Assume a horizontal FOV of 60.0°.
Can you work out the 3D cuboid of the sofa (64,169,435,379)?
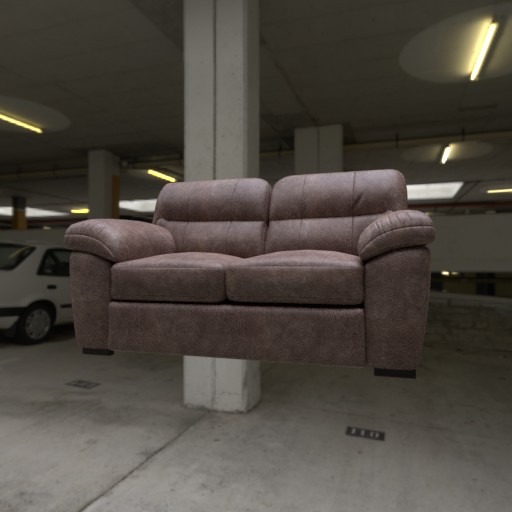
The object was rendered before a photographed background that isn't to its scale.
[{"bbox_3d":[0.000,0.000,2.410,1.753,0.991,0.991,0,-1,18],"label":"sofa"}]
